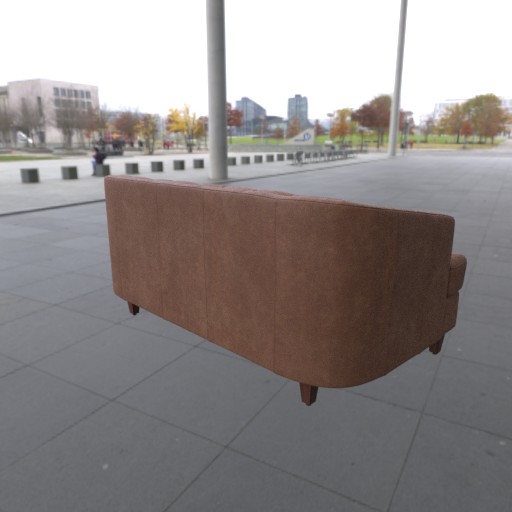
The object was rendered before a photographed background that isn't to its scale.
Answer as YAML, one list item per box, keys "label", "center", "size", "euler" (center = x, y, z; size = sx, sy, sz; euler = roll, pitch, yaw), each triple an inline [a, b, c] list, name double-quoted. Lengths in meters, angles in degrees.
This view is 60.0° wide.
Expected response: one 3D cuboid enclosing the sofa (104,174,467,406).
- label: "sofa"
  center: [0.000, 0.000, 2.251]
  size: [1.755, 0.786, 0.914]
  euler: [14, 20, 43]
